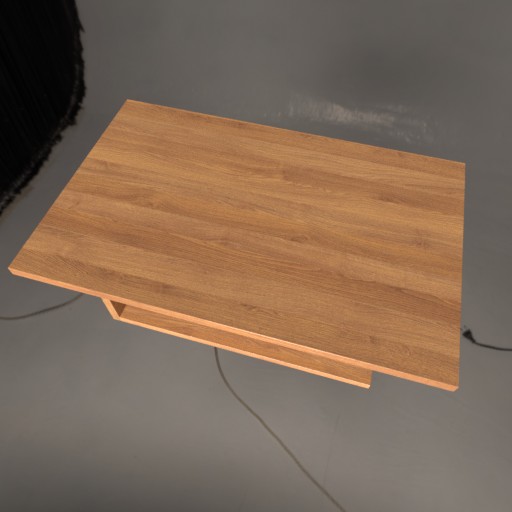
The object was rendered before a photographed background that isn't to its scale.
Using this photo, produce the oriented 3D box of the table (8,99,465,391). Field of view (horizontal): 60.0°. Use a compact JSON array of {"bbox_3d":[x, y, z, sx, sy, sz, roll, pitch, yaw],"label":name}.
[{"bbox_3d":[0.000,0.000,1.401,1.100,0.442,0.700,13,57,9],"label":"table"}]
